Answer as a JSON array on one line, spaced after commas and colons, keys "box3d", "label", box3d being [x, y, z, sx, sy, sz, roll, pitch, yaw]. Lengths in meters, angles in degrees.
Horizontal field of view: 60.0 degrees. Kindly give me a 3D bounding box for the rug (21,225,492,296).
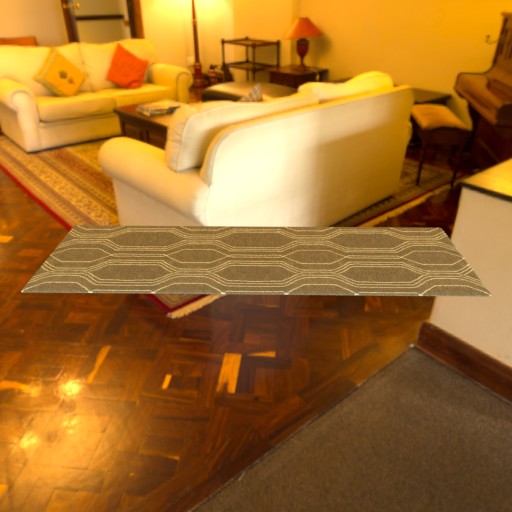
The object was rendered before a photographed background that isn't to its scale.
[{"box3d": [0.000, 0.000, 2.646, 2.464, 0.012, 0.773, 0, 31, 1], "label": "rug"}]
